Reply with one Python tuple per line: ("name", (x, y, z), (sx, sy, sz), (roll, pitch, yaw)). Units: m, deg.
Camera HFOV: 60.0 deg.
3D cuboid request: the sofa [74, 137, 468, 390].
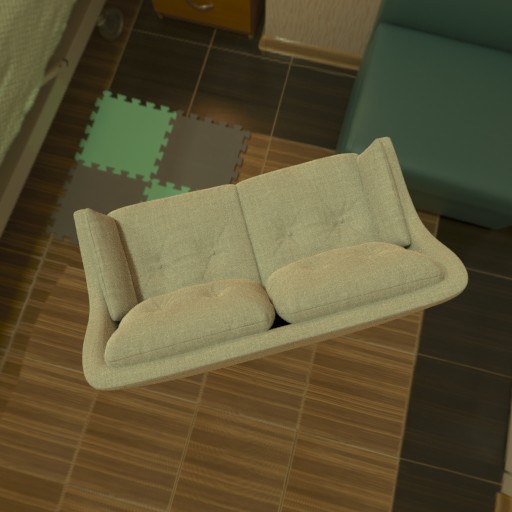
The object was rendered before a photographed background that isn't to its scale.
("sofa", (0.000, 0.000, 2.231), (1.652, 0.888, 0.965), (-14, 76, -4))
